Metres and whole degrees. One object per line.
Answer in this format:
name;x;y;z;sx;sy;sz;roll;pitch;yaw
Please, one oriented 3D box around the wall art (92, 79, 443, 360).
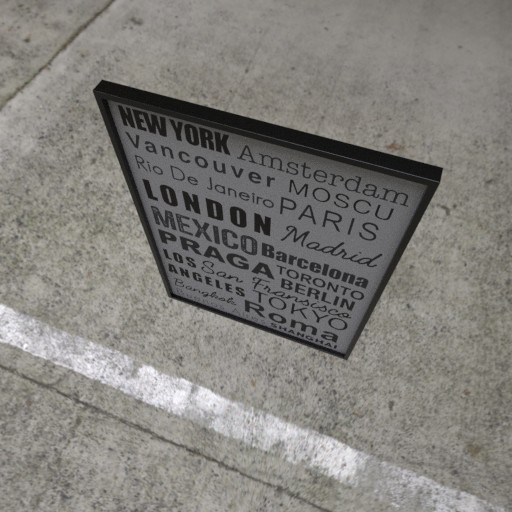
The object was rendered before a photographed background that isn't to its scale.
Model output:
wall art;0.000;0.000;1.396;0.788;1.046;0.043;18;60;11
